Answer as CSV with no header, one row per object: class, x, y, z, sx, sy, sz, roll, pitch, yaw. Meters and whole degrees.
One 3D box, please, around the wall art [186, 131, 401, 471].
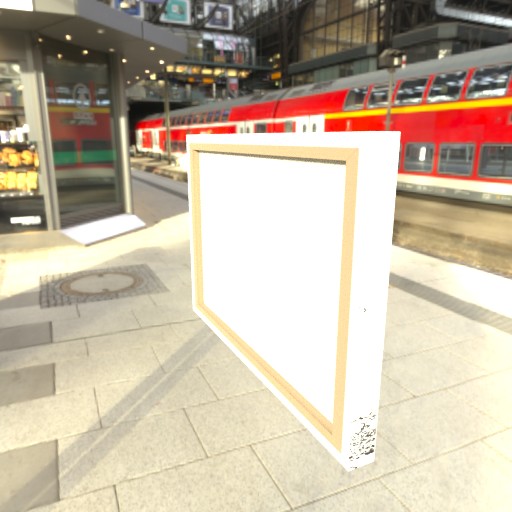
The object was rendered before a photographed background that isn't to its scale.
wall art,0.000,0.000,0.779,0.042,0.414,0.608,-7,17,-25
